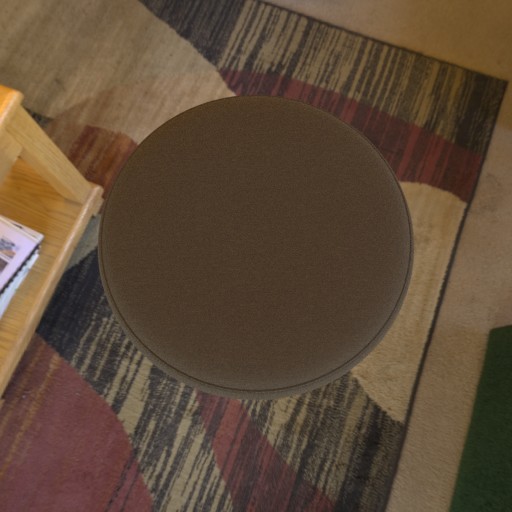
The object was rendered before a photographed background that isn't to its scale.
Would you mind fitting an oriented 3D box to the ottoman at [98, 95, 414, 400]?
[{"bbox_3d":[0.000,0.000,1.003,0.608,0.433,0.608,0,75,0],"label":"ottoman"}]
